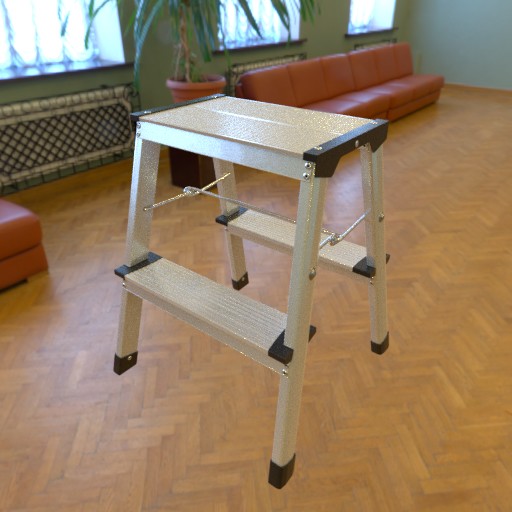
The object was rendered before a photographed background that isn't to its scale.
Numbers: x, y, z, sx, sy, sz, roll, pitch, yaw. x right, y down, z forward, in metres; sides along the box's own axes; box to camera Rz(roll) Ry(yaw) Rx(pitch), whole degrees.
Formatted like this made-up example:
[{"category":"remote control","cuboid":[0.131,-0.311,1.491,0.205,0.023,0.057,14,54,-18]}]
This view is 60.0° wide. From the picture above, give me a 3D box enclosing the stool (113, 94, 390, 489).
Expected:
[{"category":"stool","cuboid":[0.000,0.000,0.780,0.404,0.480,0.405,21,37,32]}]
